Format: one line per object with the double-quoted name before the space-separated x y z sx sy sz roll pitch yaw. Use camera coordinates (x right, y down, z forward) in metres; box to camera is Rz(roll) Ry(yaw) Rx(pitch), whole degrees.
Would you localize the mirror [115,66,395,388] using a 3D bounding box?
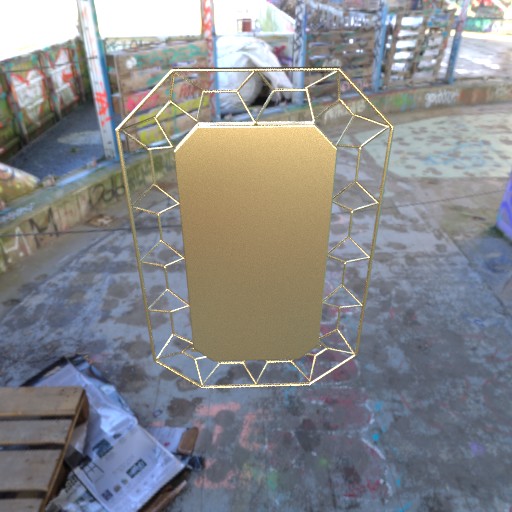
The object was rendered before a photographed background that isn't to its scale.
"mirror" 0.000 0.000 1.091 0.572 0.870 0.051 -1 31 -2
